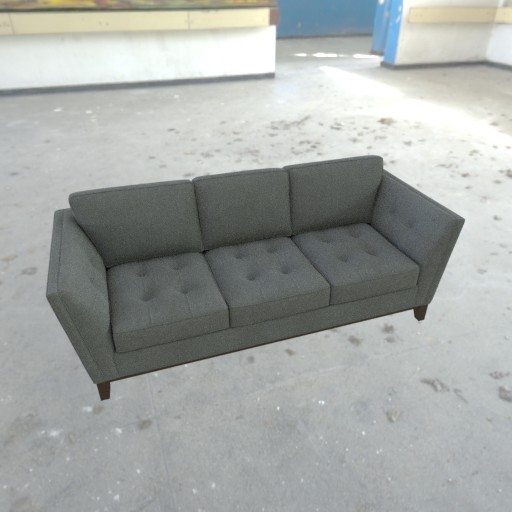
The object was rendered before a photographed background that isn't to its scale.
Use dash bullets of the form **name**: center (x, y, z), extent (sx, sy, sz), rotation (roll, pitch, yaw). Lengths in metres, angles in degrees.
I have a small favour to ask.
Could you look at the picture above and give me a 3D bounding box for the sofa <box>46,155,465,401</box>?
- **sofa**: center (0.000, 0.000, 2.923), extent (2.387, 0.940, 0.965), rotation (-10, 34, -16)
